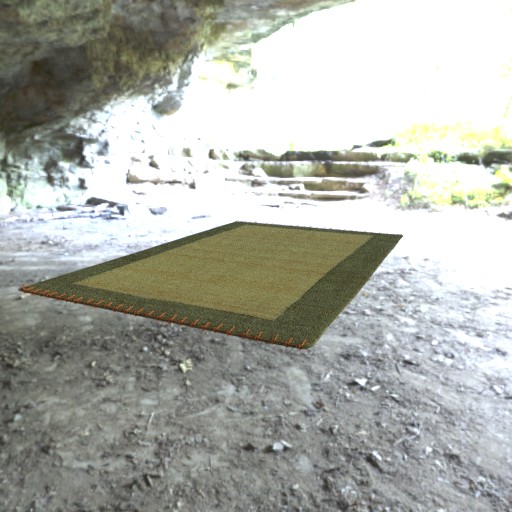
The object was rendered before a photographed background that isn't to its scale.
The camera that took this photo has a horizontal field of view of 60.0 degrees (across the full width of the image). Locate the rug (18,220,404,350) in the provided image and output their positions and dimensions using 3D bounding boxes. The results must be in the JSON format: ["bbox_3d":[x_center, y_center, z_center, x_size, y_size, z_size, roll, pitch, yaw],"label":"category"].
[{"bbox_3d":[0.000,0.000,2.276,1.220,0.019,1.838,7,15,25],"label":"rug"}]
